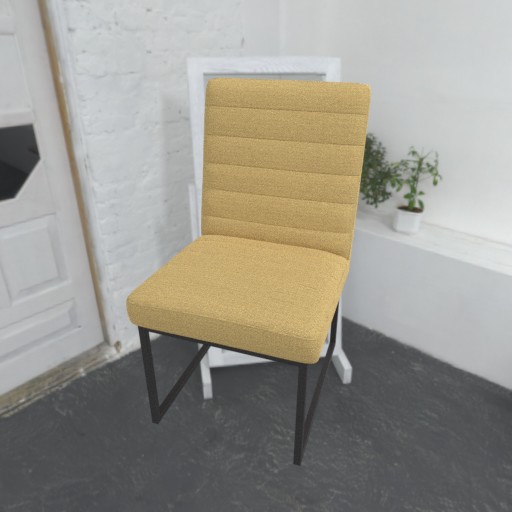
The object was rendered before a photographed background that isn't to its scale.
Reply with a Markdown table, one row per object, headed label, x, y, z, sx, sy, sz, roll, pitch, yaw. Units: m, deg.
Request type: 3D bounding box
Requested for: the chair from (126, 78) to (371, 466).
| label | x | y | z | sx | sy | sz | roll | pitch | yaw |
| --- | --- | --- | --- | --- | --- | --- | --- | --- | --- |
| chair | 0.000 | 0.000 | 1.320 | 0.520 | 0.930 | 0.634 | 9 | 29 | 17 |
